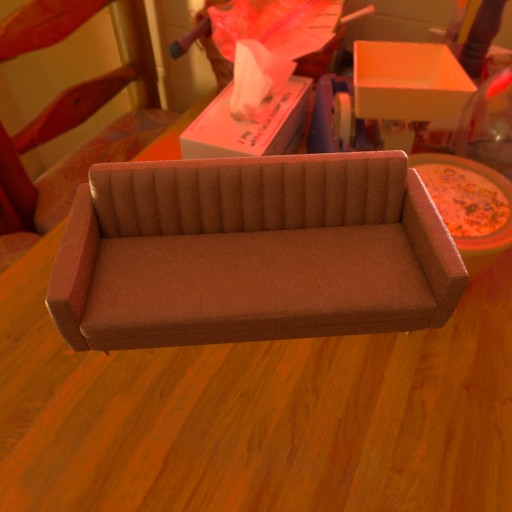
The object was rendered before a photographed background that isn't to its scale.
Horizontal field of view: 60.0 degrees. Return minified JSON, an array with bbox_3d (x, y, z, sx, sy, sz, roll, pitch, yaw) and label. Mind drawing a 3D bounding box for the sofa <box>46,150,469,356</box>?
[{"bbox_3d":[0.000,0.000,2.779,2.291,0.821,0.990,-3,48,-3],"label":"sofa"}]
